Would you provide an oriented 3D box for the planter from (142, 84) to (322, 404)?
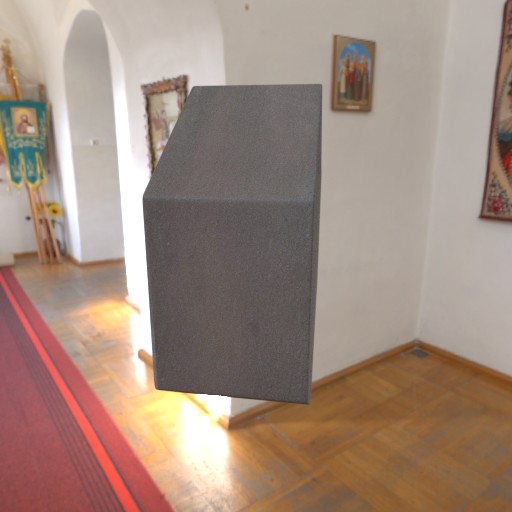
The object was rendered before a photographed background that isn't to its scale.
[{"bbox_3d":[0.000,0.000,0.285,0.077,0.206,0.169,2,15,9],"label":"planter"}]
